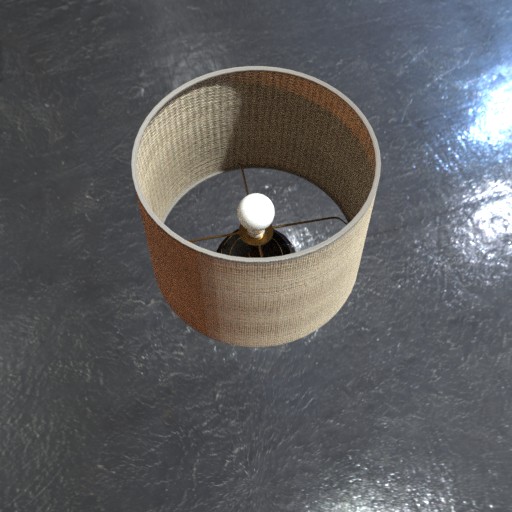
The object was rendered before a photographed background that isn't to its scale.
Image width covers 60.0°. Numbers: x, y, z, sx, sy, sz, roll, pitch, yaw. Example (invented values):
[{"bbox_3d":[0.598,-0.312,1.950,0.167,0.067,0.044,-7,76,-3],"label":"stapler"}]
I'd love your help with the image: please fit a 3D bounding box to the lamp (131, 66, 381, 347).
[{"bbox_3d":[0.000,0.000,0.844,0.376,0.594,0.376,0,63,0],"label":"lamp"}]
